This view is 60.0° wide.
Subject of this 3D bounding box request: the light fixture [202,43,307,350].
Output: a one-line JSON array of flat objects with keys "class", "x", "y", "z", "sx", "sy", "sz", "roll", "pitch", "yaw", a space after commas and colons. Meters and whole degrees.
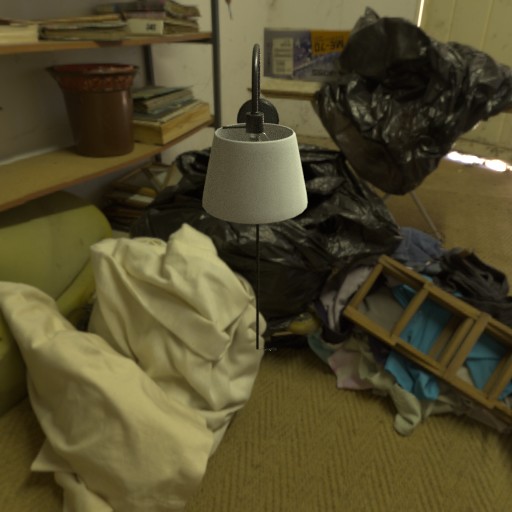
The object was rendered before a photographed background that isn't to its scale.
[{"class": "light fixture", "x": 0.000, "y": 0.000, "z": 0.464, "sx": 0.092, "sy": 0.399, "sz": 0.176, "roll": 1, "pitch": 29, "yaw": 1}]
